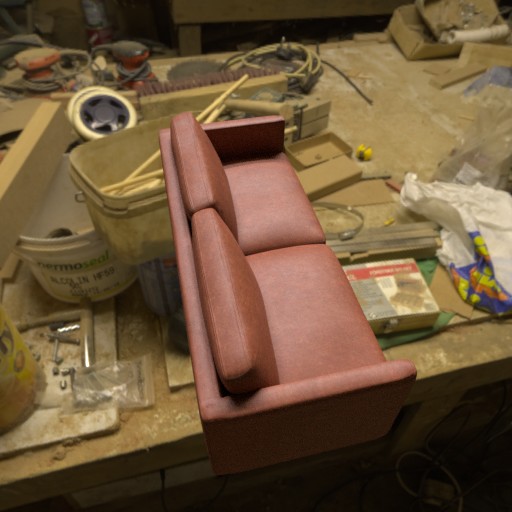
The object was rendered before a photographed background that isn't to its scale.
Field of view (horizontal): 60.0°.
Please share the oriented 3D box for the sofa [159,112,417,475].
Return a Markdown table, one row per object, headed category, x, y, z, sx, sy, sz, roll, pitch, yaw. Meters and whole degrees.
| category | x | y | z | sx | sy | sz | roll | pitch | yaw |
| --- | --- | --- | --- | --- | --- | --- | --- | --- | --- |
| sofa | 0.000 | 0.000 | 2.711 | 0.950 | 0.932 | 2.204 | -10 | 48 | -9 |
